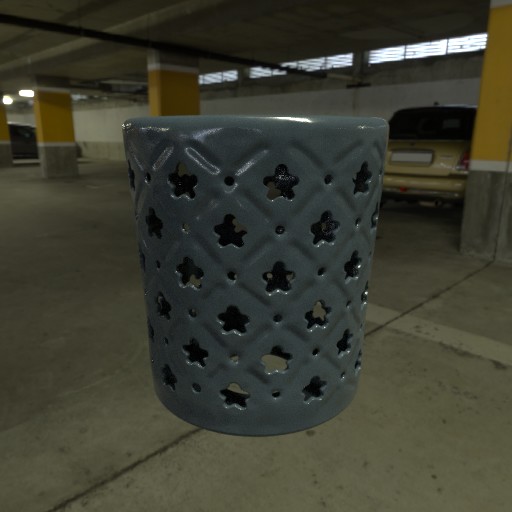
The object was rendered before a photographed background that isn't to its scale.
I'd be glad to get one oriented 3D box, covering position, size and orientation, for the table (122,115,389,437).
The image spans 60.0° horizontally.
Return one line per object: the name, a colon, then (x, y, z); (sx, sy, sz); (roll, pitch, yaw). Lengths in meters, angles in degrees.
table: (0.000, 0.000, 0.651); (0.352, 0.387, 0.352); (0, 15, 0)
